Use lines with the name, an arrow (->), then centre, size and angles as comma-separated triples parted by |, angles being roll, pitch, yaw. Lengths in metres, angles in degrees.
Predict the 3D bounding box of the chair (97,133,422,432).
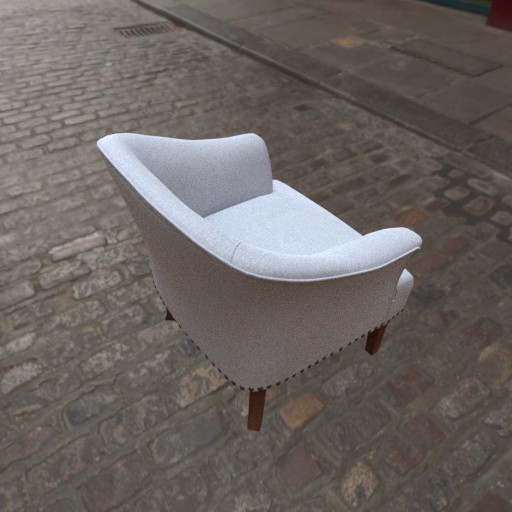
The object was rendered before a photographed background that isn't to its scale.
chair -> 0.000, 0.000, 1.402 | 0.704, 0.815, 0.798 | -25, 47, -26
